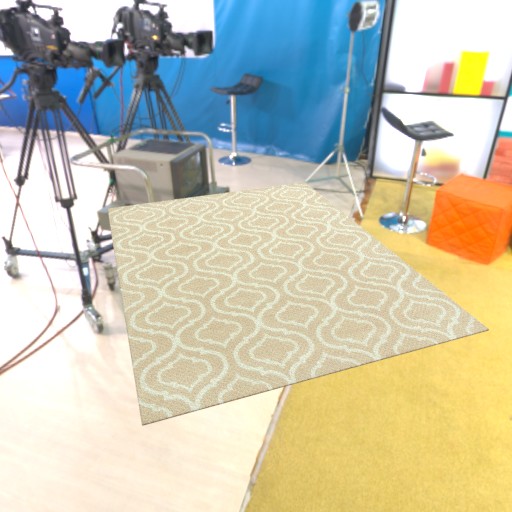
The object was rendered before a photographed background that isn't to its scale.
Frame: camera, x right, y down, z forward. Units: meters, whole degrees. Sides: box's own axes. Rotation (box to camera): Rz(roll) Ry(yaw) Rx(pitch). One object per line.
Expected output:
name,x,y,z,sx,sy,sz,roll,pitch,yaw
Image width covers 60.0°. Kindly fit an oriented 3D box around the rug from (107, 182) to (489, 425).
rug,0.000,0.000,3.812,2.286,0.013,2.894,-10,32,-17
